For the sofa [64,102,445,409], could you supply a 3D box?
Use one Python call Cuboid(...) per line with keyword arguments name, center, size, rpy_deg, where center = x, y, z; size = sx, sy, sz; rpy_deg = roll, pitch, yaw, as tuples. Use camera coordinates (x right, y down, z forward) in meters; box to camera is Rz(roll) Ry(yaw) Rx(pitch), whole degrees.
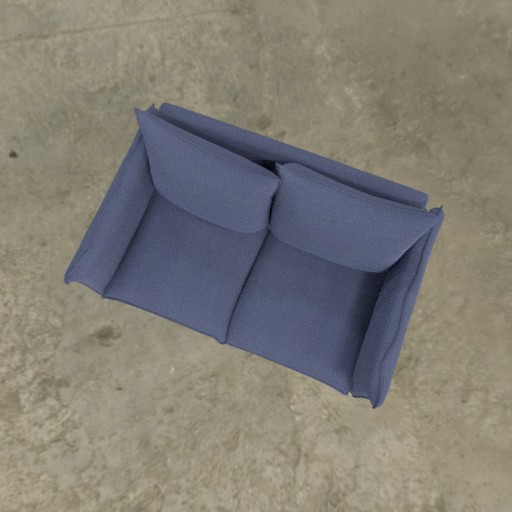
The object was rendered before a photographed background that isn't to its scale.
Cuboid(name="sofa", center=(0.000, 0.000, 1.875), size=(1.300, 0.840, 0.820), rpy_deg=(21, 75, 6))
